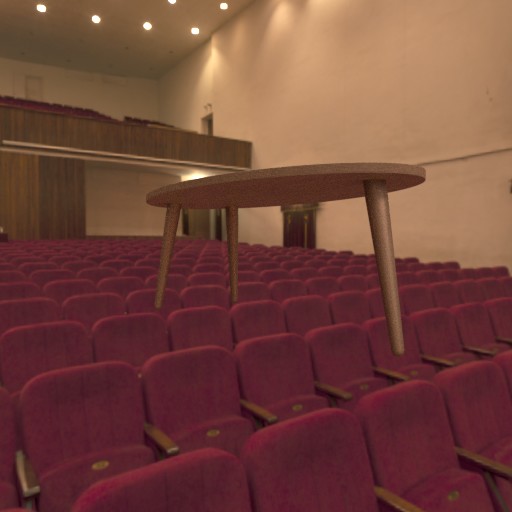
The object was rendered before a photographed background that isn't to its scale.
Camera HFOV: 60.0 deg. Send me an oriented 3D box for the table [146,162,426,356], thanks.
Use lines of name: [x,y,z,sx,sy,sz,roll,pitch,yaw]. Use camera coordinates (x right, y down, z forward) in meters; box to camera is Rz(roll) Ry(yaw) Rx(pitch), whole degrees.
table: [0.000,0.000,1.329,0.542,0.390,1.083,-1,2,-35]
